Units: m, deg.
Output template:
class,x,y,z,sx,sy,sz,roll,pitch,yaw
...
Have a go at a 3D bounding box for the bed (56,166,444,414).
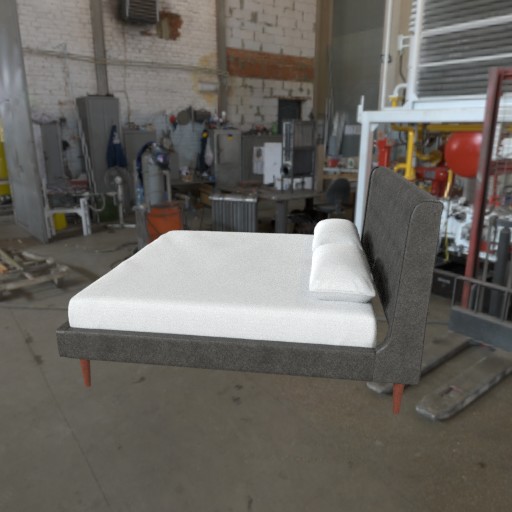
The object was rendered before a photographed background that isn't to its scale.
class,x,y,z,sx,sy,sz,roll,pitch,yaw
bed,0.000,0.000,3.213,2.031,1.158,1.903,2,16,8
